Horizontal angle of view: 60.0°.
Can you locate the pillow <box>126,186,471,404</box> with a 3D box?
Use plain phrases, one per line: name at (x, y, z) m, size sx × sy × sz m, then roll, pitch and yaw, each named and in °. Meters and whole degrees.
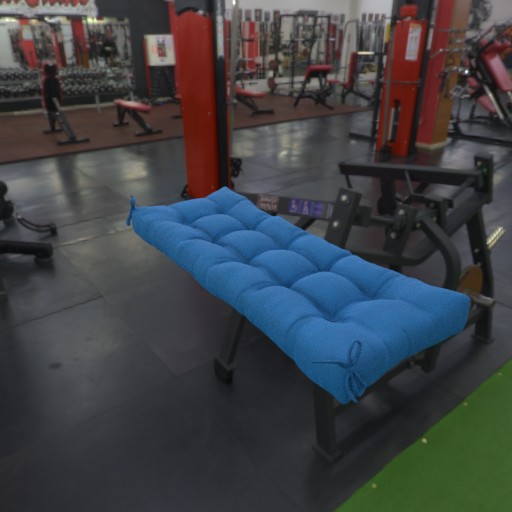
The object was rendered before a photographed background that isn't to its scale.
pillow at (0.000, 0.000, 1.377) m, size 0.511 × 0.174 × 1.194 m, roll -18°, pitch 31°, yaw -32°
